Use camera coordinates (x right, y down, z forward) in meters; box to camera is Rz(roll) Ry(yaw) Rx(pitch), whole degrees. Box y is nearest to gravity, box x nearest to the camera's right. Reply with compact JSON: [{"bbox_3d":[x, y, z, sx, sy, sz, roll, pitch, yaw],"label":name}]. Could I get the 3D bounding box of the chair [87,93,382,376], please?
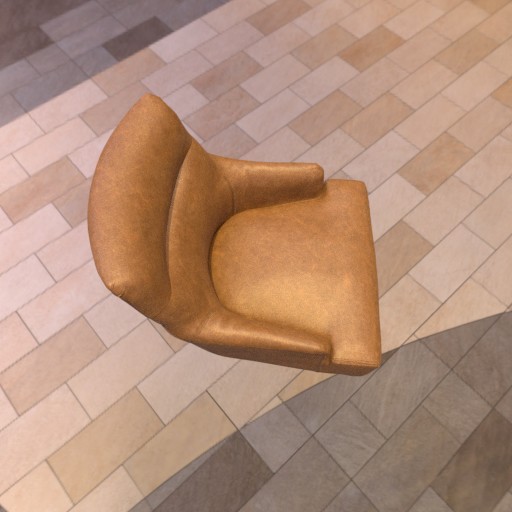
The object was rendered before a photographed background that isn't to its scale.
[{"bbox_3d":[0.000,0.000,1.541,0.874,0.869,0.729,2,64,1],"label":"chair"}]
